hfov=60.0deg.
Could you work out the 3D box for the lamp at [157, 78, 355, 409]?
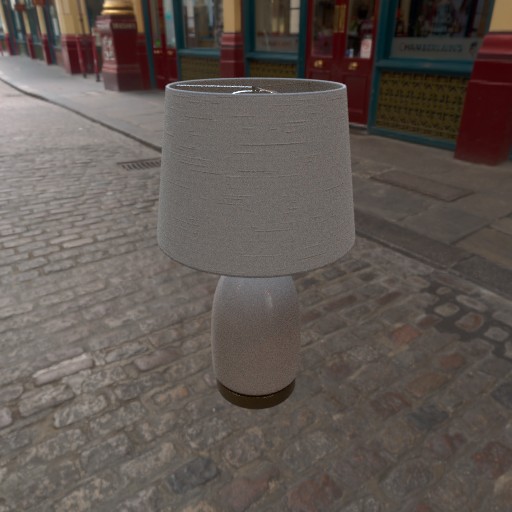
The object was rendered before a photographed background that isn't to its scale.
[{"bbox_3d":[0.000,0.000,0.668,0.285,0.483,0.285,0,26,0],"label":"lamp"}]
